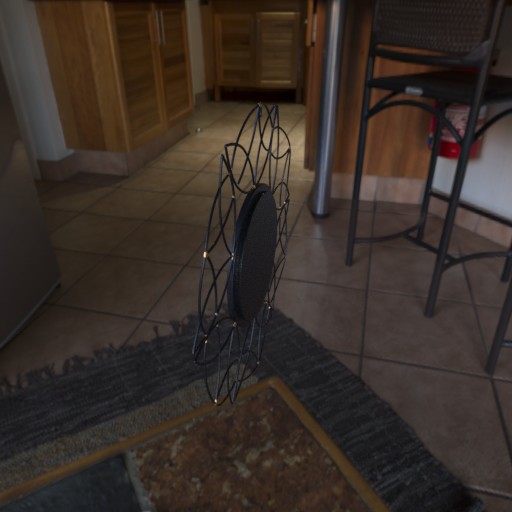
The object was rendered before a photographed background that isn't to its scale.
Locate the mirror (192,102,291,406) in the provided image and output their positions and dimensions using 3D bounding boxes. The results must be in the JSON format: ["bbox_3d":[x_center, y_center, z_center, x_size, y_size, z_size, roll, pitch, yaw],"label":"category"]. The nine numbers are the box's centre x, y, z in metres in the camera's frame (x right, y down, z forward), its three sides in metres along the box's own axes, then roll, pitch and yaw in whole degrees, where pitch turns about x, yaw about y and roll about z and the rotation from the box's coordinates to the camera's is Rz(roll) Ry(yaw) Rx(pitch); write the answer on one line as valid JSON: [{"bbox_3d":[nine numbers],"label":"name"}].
[{"bbox_3d":[0.000,0.000,1.167,0.028,0.775,0.797,9,32,14],"label":"mirror"}]
